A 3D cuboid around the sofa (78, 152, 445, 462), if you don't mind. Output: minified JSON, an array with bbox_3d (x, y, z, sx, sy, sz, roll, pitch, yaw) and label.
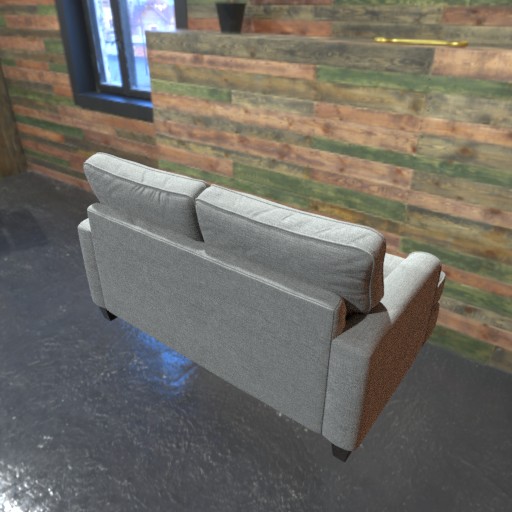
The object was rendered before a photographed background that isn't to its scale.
[{"bbox_3d":[0.000,0.000,2.225,1.651,0.965,0.965,21,35,32],"label":"sofa"}]
